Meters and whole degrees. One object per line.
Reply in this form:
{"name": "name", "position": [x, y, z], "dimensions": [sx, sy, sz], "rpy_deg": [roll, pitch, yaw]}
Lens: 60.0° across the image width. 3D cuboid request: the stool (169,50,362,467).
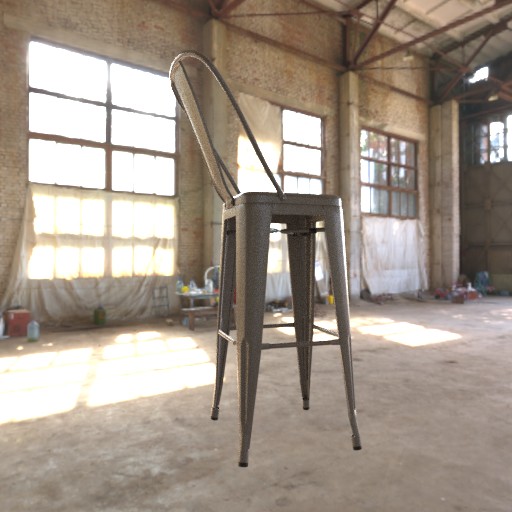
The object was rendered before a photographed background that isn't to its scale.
{"name": "stool", "position": [0.000, 0.000, 1.348], "dimensions": [0.513, 1.096, 0.399], "rpy_deg": [0, 0, -17]}
